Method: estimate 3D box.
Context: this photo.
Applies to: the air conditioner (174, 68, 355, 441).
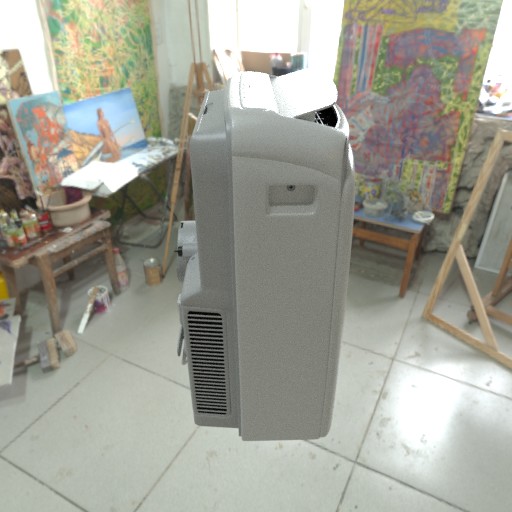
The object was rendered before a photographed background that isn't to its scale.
[{"bbox_3d":[0.000,0.000,1.047,0.414,0.786,0.449,-1,32,-1],"label":"air conditioner"}]
